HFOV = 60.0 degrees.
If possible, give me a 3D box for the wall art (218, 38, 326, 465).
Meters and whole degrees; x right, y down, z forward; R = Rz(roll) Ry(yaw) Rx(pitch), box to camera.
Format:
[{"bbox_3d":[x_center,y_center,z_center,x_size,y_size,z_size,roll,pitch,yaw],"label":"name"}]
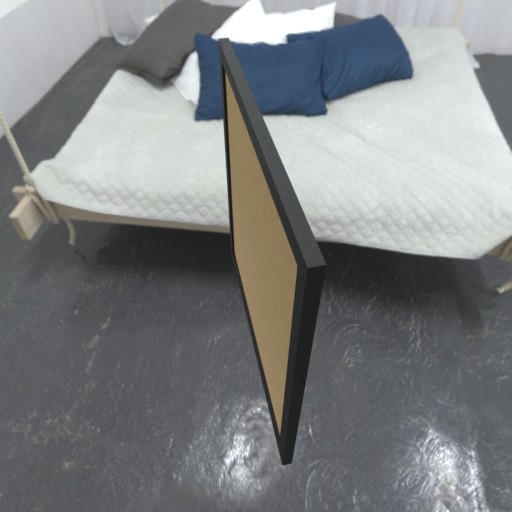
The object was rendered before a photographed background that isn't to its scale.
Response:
[{"bbox_3d":[0.000,0.000,0.519,0.012,0.357,0.358,-9,48,-8],"label":"wall art"}]
